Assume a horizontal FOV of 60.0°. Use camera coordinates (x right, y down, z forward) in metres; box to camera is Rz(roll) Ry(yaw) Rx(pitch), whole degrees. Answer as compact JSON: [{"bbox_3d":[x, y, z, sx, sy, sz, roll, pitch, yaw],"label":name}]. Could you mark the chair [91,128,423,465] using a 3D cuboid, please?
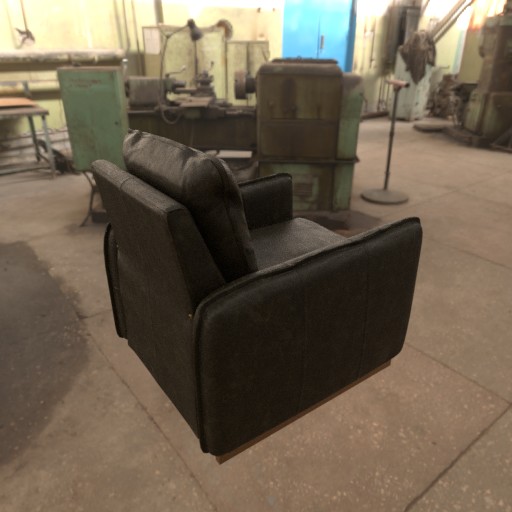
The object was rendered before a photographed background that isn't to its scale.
[{"bbox_3d":[0.000,0.000,1.615,0.921,0.921,0.830,-17,31,-32],"label":"chair"}]
